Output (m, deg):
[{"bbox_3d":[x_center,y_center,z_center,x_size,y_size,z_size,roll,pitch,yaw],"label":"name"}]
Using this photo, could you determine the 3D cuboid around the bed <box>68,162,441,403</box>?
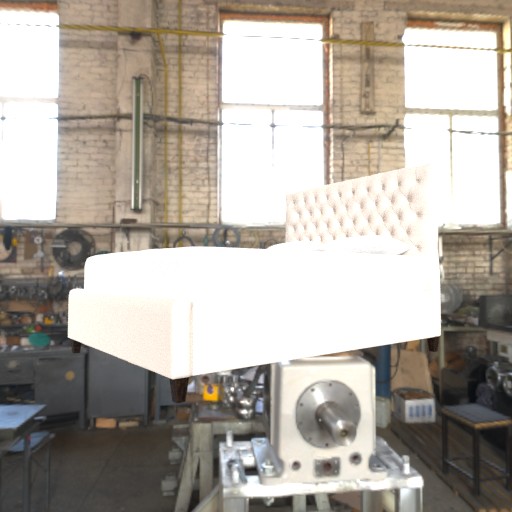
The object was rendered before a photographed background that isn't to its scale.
[{"bbox_3d":[0.000,0.000,3.318,2.233,1.426,1.696,2,-3,-38],"label":"bed"}]
